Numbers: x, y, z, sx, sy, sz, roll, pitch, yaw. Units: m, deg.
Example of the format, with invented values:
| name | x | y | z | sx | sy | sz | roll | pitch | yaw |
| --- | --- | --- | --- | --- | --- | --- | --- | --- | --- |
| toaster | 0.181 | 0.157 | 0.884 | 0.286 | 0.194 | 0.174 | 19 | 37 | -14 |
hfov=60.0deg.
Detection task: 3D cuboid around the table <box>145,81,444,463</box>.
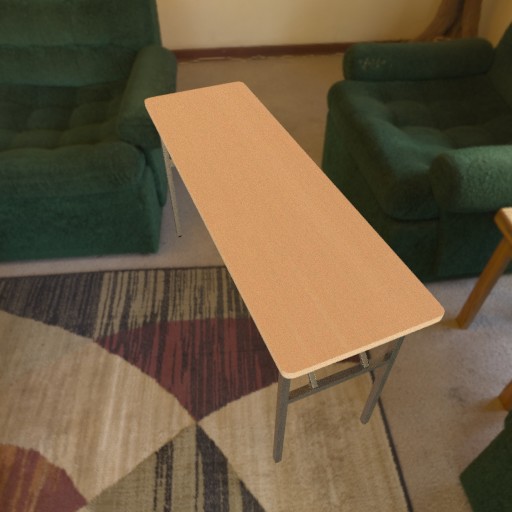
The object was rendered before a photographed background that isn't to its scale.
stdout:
| name | x | y | z | sx | sy | sz | roll | pitch | yaw |
| --- | --- | --- | --- | --- | --- | --- | --- | --- | --- |
| table | 0.000 | 0.000 | 1.747 | 0.446 | 0.750 | 1.397 | -17 | 48 | -16 |
